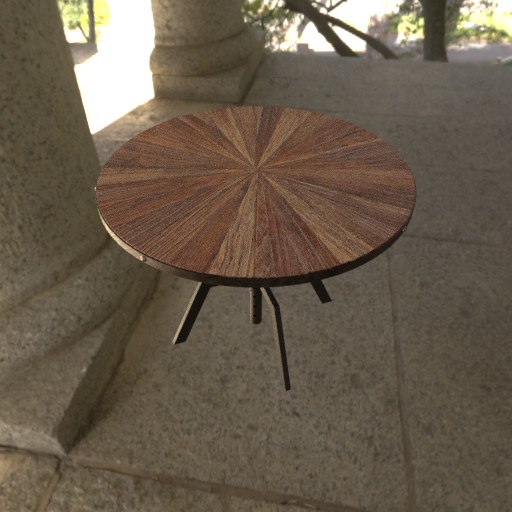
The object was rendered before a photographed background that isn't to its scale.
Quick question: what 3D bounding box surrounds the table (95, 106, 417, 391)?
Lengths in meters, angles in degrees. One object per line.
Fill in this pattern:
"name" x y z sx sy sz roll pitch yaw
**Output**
"table" 0.000 0.000 1.481 0.885 0.658 0.885 0 42 0
